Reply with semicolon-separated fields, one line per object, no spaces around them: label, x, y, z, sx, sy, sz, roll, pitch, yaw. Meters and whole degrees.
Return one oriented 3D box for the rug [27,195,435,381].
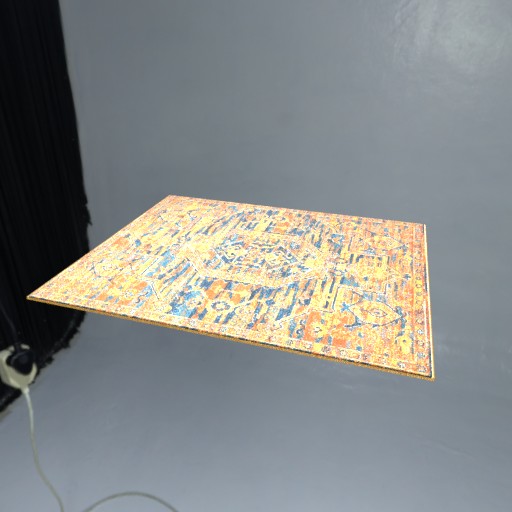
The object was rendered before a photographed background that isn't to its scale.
rug;0.000;0.000;4.115;3.040;0.031;2.435;8;29;15
